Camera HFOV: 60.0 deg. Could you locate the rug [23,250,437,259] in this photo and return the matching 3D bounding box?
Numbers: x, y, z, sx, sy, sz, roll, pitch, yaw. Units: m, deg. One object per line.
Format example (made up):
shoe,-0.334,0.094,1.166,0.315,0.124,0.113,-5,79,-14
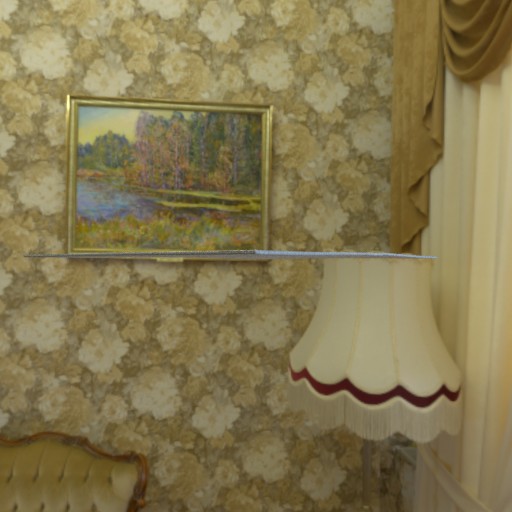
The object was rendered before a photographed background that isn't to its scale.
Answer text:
rug,0.000,0.000,4.244,2.461,0.046,3.237,-1,-1,38
